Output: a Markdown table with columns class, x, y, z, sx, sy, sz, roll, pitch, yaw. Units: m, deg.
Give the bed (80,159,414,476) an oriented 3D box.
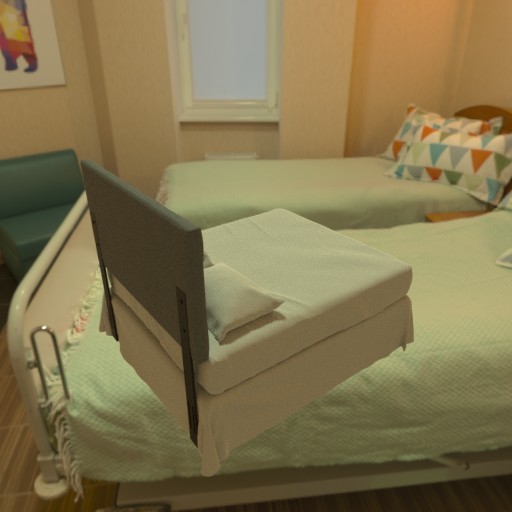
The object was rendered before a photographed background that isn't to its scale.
| class | x | y | z | sx | sy | sz | roll | pitch | yaw |
| --- | --- | --- | --- | --- | --- | --- | --- | --- | --- |
| bed | 0.000 | 0.000 | 3.602 | 2.222 | 1.577 | 1.936 | -19 | 33 | -32 |
